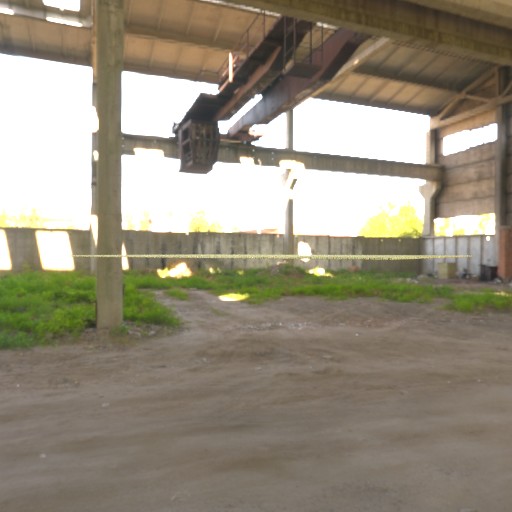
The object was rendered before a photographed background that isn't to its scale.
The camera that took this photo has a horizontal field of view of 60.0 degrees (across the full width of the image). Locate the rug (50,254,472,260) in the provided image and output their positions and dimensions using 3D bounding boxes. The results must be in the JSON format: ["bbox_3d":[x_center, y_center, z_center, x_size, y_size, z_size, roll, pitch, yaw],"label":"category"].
[{"bbox_3d":[0.000,0.000,2.186,1.747,0.006,1.143,0,1,36],"label":"rug"}]
